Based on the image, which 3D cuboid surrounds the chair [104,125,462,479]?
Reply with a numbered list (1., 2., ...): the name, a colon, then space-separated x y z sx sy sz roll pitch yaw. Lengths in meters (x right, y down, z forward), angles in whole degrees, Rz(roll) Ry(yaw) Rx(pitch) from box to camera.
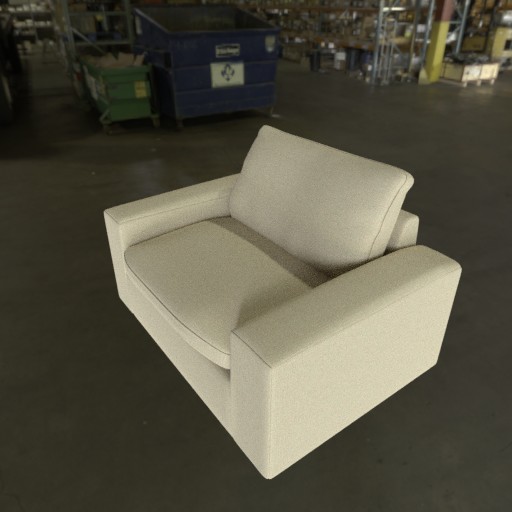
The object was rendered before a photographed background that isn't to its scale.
1. chair: 0.000 0.000 2.046 1.039 0.915 1.398 -20 36 -31
